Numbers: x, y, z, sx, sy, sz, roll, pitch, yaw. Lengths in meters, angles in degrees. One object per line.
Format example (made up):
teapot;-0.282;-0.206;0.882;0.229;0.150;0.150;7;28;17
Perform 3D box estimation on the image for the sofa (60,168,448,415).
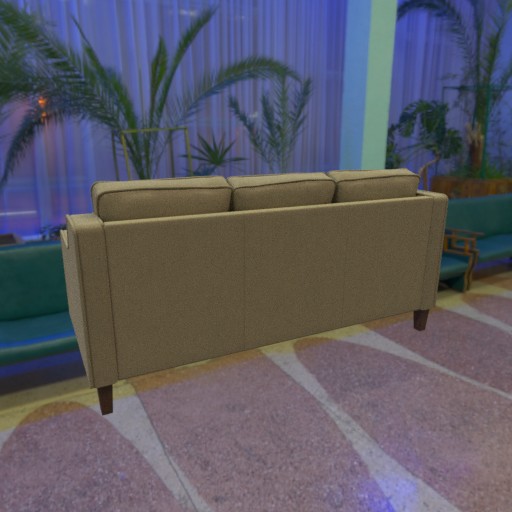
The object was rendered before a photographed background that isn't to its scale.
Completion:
sofa;0.000;0.000;2.540;1.986;0.974;0.911;-8;17;-26
